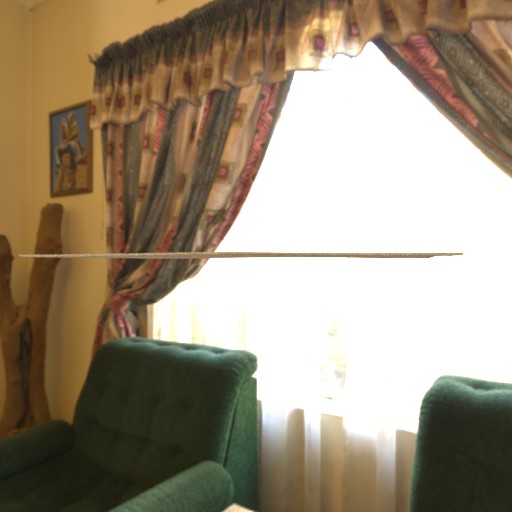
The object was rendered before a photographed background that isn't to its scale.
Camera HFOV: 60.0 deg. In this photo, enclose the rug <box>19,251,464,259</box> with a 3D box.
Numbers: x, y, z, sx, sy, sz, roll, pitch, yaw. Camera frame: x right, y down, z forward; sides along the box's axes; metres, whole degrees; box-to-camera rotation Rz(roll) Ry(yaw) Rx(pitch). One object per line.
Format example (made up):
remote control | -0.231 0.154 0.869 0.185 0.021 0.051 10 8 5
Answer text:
rug | 0.000 0.000 2.899 2.264 0.030 1.624 0 -1 17
